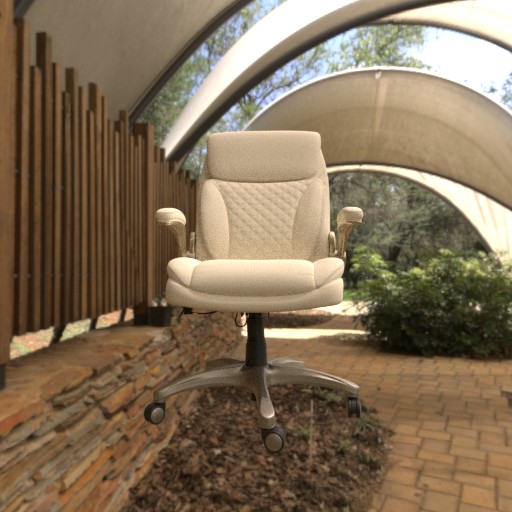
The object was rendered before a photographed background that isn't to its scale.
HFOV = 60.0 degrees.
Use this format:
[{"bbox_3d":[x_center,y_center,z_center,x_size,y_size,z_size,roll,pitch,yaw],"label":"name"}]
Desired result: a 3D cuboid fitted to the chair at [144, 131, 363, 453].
[{"bbox_3d":[0.000,0.000,1.630,0.740,1.110,0.794,0,-1,0],"label":"chair"}]
